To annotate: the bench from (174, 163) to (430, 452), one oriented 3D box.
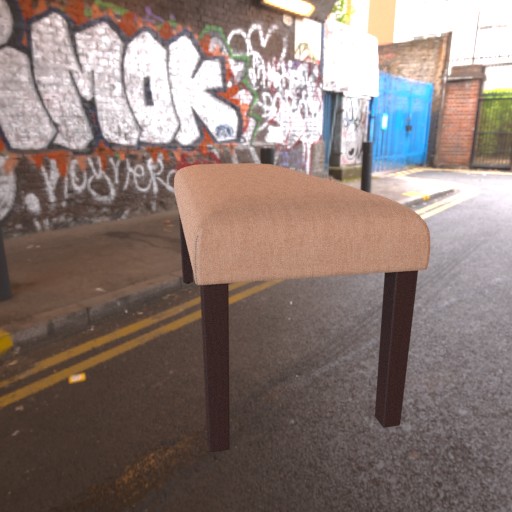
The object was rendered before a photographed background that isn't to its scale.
[{"bbox_3d":[0.000,0.000,1.235,0.407,0.456,1.013,-3,16,-11],"label":"bench"}]
